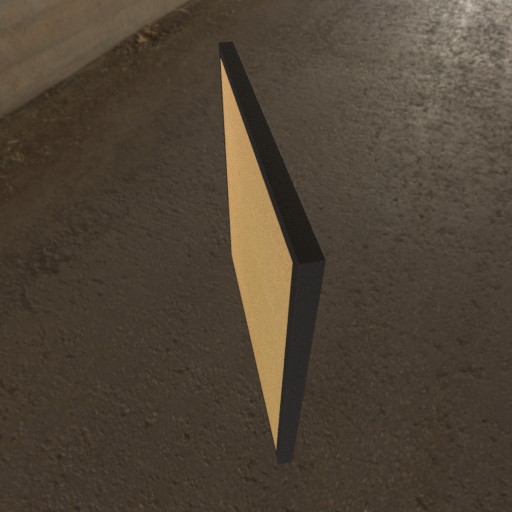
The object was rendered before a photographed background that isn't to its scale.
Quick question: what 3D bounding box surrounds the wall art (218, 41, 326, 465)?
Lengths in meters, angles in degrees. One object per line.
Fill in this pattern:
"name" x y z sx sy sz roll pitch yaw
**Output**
"wall art" 0.000 0.000 1.120 0.037 0.760 0.762 -8 47 -8
